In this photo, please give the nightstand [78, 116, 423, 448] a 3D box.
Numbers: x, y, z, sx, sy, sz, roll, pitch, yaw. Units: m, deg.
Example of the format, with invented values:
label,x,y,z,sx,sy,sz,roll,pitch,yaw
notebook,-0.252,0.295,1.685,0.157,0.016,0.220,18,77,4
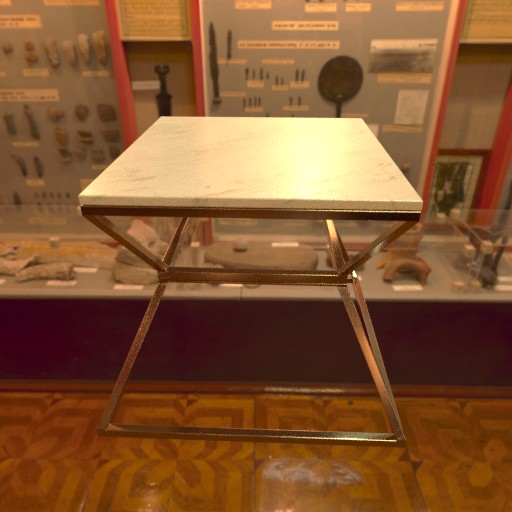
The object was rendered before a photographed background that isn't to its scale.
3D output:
label,x,y,z,sx,sy,sz,roll,pitch,yaw
nightstand,0.000,0.000,0.859,0.514,0.426,0.513,1,30,2
